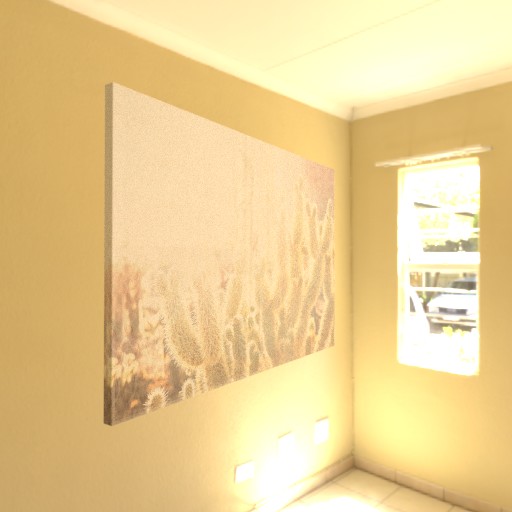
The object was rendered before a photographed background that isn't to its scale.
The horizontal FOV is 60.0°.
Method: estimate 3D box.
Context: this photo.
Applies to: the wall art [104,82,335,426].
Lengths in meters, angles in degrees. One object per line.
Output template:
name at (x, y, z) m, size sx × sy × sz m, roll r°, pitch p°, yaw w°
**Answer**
wall art at (0.000, 0.000, 1.935) m, size 0.038 × 1.012 × 1.525 m, roll -1°, pitch -1°, yaw 35°
